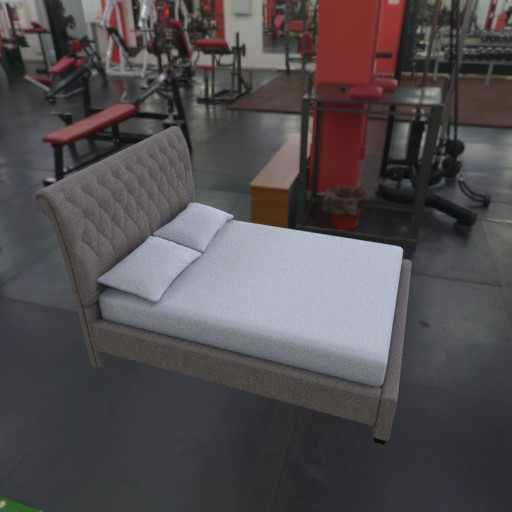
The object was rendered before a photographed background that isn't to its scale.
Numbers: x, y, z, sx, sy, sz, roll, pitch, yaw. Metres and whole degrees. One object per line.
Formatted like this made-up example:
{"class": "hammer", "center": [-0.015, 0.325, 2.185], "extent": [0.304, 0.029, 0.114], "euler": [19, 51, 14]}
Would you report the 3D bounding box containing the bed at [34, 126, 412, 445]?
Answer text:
{"class": "bed", "center": [0.000, 0.000, 3.314], "extent": [2.252, 1.371, 1.645], "euler": [10, 32, 17]}
